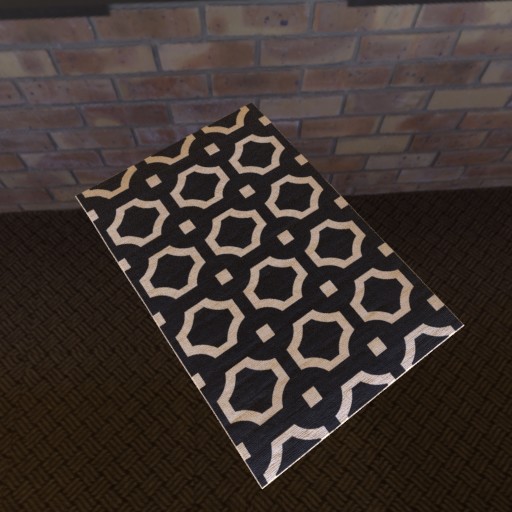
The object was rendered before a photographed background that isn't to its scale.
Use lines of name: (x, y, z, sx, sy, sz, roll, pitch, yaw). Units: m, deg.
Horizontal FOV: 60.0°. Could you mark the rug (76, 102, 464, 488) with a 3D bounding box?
rug: (0.000, 0.000, 2.968, 1.555, 0.016, 2.286, -33, 68, -15)
